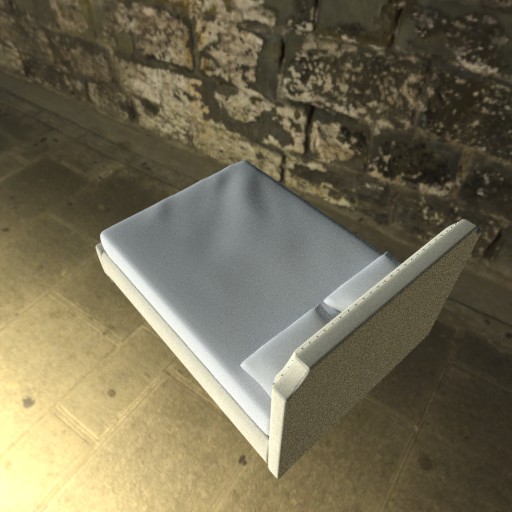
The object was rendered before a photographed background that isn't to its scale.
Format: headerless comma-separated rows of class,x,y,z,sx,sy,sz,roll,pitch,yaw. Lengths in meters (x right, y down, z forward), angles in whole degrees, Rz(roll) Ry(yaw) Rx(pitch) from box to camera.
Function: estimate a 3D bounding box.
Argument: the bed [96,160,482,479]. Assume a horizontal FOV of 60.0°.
bed,0.000,0.000,3.450,1.713,1.457,2.381,-33,55,-26
